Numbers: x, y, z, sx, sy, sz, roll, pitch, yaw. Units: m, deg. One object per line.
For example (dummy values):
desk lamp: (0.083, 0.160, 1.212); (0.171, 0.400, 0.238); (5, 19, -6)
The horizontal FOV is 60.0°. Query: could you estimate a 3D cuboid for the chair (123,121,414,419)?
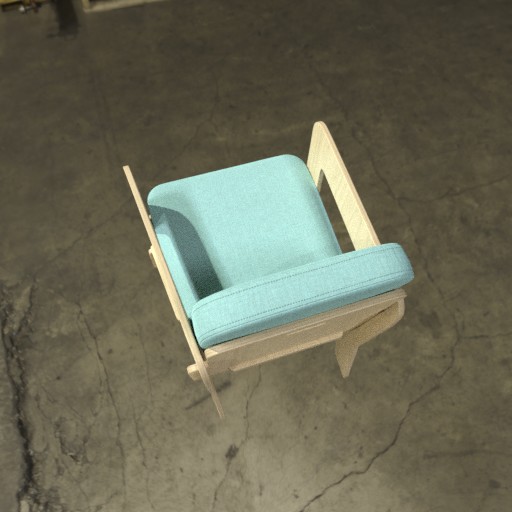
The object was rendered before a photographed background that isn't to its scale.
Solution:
chair: (0.000, 0.000, 1.262); (0.590, 0.800, 0.710); (-16, 59, -10)
